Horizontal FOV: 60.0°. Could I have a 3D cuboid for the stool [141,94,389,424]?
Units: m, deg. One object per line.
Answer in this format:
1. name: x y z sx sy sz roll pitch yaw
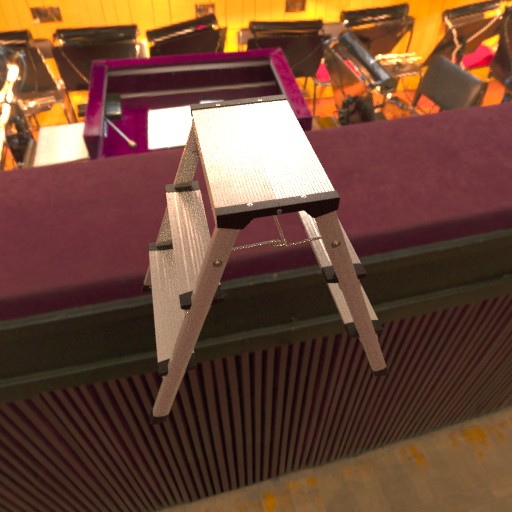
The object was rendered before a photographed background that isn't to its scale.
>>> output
1. stool: 0.000 0.000 1.037 0.622 0.605 0.437 -9 48 -8
